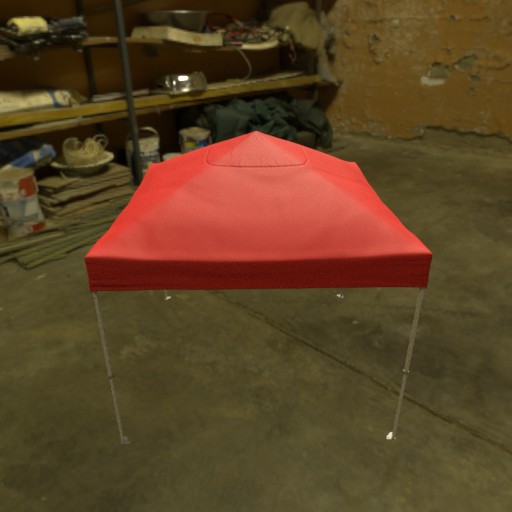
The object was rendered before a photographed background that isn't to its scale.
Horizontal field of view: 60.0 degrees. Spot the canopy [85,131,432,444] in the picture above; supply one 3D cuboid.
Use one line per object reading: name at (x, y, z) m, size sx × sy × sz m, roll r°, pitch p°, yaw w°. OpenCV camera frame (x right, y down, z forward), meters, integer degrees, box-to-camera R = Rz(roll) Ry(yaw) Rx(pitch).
canopy at (0.000, 0.000, 5.427) m, size 2.998 × 2.997 × 2.996 m, roll -1°, pitch 27°, yaw -1°
